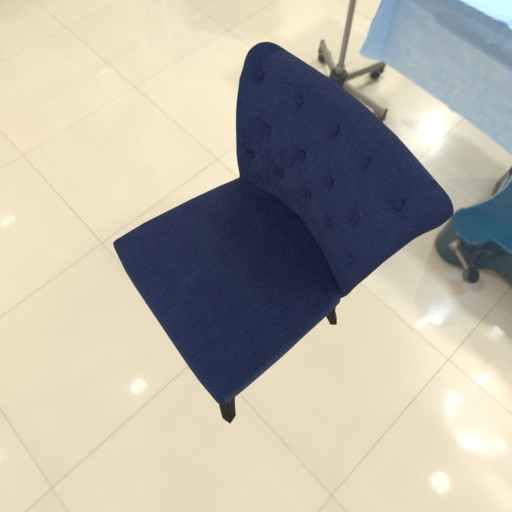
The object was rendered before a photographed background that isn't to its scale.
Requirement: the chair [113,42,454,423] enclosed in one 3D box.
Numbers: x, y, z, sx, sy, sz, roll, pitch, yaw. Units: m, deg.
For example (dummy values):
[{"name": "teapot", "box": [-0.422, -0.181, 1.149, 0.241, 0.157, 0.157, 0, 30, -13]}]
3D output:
[{"name": "chair", "box": [0.000, 0.000, 1.183, 0.606, 0.753, 0.585, -34, 68, -16]}]
